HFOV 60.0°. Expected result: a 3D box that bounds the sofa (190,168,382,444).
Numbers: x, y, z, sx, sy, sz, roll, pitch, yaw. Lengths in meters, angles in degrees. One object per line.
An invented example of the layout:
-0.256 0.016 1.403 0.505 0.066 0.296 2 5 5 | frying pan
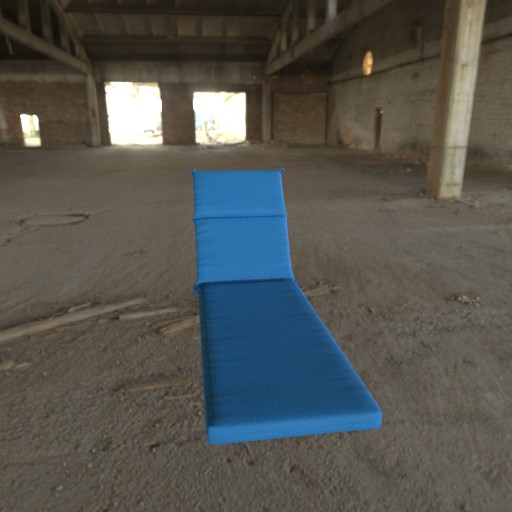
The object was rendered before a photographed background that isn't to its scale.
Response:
0.000 0.000 1.973 0.582 0.622 1.663 -2 17 -8 | sofa
